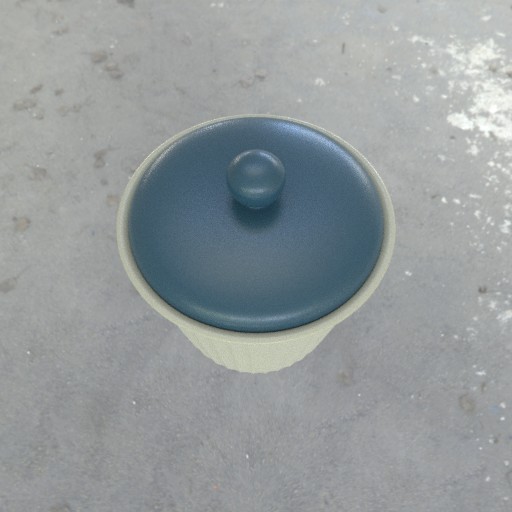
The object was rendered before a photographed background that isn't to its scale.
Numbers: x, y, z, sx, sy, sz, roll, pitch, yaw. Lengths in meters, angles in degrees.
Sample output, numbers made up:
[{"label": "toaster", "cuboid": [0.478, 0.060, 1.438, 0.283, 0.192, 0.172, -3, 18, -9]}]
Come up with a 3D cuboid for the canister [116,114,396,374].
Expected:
[{"label": "canister", "cuboid": [0.000, 0.000, 0.341, 0.181, 0.211, 0.181, 0, 60, 0]}]
